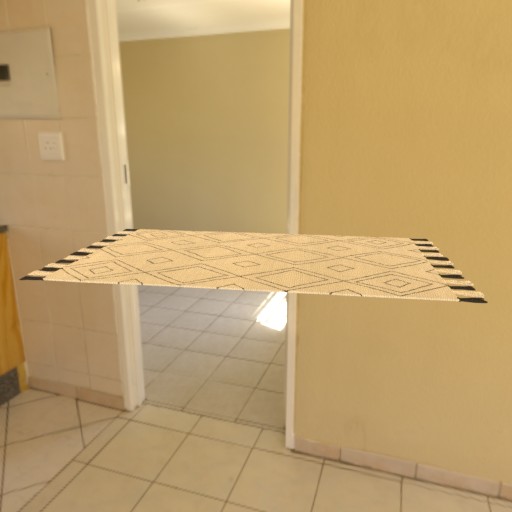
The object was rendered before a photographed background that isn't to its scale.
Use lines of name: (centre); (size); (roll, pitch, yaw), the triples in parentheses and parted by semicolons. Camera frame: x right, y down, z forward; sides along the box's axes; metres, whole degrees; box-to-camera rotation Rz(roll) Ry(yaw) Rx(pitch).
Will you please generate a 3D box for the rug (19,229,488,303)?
rug: (0.000, 0.000, 3.249); (2.755, 0.021, 1.524); (2, 15, 8)
